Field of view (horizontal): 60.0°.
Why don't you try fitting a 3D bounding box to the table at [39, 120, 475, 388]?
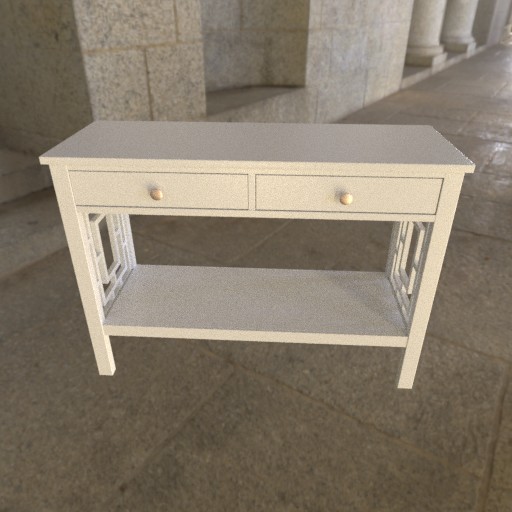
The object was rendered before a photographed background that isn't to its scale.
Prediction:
[{"bbox_3d":[0.000,0.000,1.431,1.068,0.753,0.397,2,30,3],"label":"table"}]
